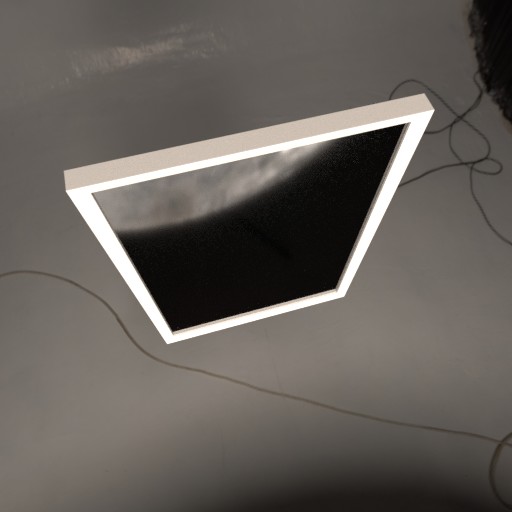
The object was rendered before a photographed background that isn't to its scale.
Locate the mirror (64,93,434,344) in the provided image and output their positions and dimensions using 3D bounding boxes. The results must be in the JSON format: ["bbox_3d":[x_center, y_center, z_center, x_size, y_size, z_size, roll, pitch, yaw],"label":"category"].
[{"bbox_3d":[0.000,0.000,0.913,0.507,0.710,0.039,-14,64,-7],"label":"mirror"}]
